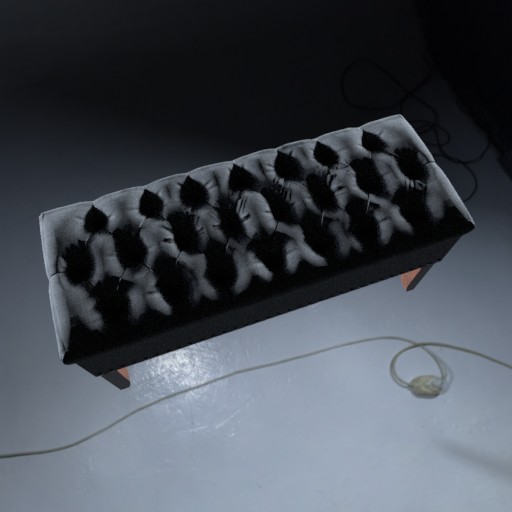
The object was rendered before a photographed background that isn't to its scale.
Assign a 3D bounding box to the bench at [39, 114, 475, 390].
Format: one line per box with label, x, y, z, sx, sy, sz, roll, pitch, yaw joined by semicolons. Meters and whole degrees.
bench;0.000;0.000;1.312;1.052;0.470;0.417;-17;64;-9
